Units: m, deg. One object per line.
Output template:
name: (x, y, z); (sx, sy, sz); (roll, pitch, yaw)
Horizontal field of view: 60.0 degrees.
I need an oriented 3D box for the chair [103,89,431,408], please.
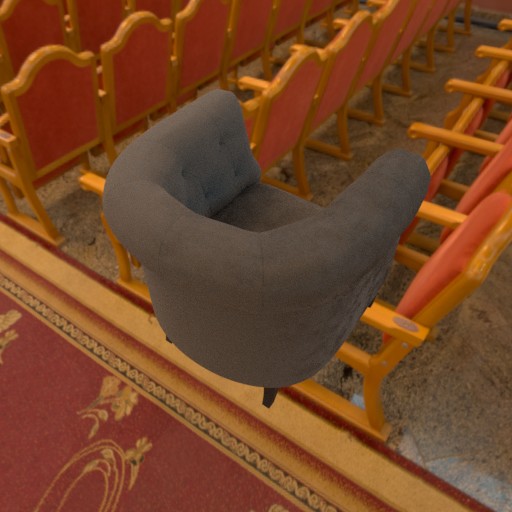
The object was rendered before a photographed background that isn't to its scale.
chair: (0.000, 0.000, 1.590); (0.904, 0.826, 0.851); (27, 51, 24)
